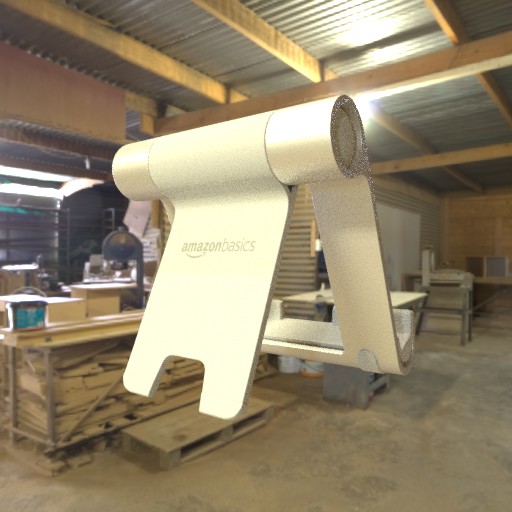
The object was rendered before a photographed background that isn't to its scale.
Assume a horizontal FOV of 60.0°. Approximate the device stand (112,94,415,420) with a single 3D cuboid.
[{"bbox_3d":[0.000,0.000,0.155,0.086,0.084,0.079,0,0,37],"label":"device stand"}]
